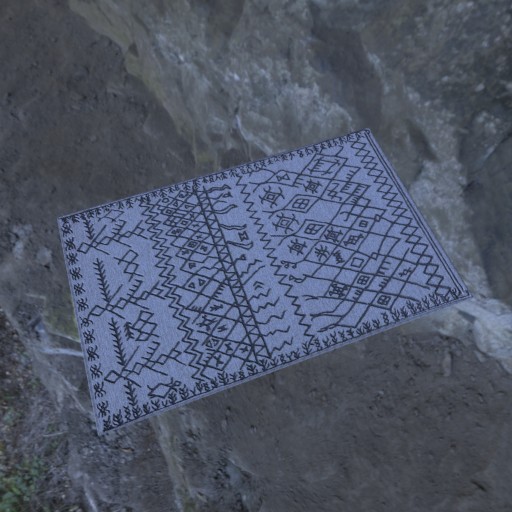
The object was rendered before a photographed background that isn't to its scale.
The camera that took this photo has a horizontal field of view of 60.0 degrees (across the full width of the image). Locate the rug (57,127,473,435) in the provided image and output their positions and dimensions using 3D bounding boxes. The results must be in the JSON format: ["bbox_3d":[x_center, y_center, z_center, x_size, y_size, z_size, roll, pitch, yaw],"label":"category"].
[{"bbox_3d":[0.000,0.000,3.004,2.444,0.012,1.526,-18,65,-9],"label":"rug"}]
